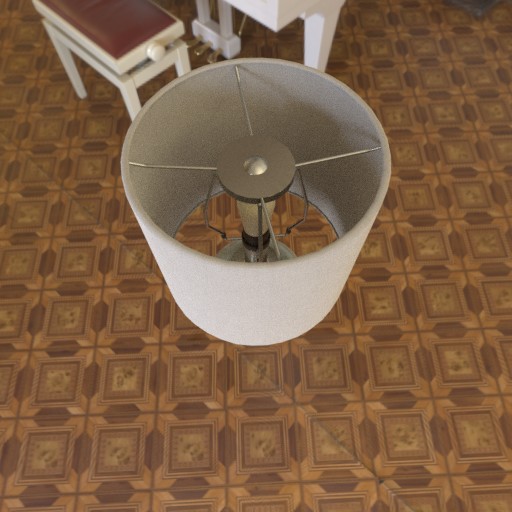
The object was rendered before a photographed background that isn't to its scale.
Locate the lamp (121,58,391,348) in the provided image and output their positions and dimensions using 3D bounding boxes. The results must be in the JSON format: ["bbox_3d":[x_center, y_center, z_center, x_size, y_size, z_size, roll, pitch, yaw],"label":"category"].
[{"bbox_3d":[0.000,0.000,0.487,0.201,0.353,0.201,-32,67,-15],"label":"lamp"}]
